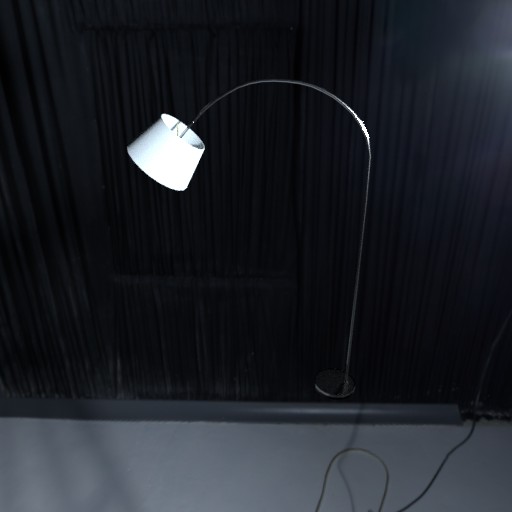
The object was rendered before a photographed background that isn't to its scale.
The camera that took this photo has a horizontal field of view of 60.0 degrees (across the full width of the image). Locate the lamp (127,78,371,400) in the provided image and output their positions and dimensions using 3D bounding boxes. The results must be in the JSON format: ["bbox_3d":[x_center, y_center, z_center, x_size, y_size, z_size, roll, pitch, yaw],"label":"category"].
[{"bbox_3d":[0.000,0.000,2.806,1.445,2.098,0.406,0,26,1],"label":"lamp"}]
